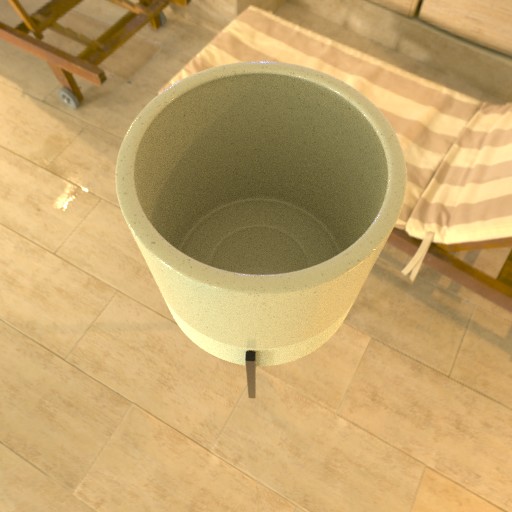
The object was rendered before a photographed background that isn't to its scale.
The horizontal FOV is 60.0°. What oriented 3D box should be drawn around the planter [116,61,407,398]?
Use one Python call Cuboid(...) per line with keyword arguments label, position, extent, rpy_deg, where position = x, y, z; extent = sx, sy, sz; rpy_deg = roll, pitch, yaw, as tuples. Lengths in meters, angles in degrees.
Cuboid(label="planter", position=(0.000, 0.000, 0.335), extent=(0.159, 0.230, 0.152), rpy_deg=(32, 67, 15))
